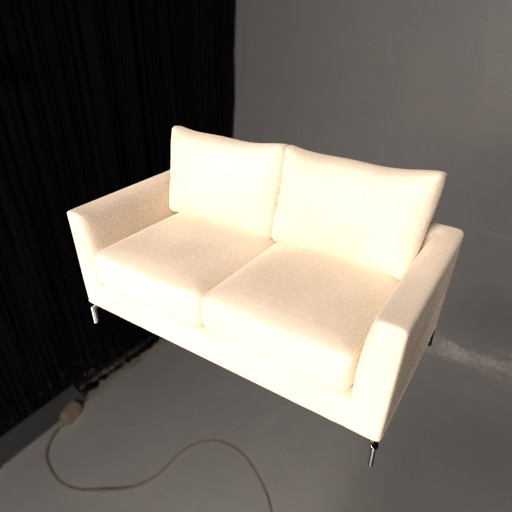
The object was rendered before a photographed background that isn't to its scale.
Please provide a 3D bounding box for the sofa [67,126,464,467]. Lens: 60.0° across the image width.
[{"bbox_3d":[0.000,0.000,2.239,1.739,0.995,0.906,18,34,29],"label":"sofa"}]
